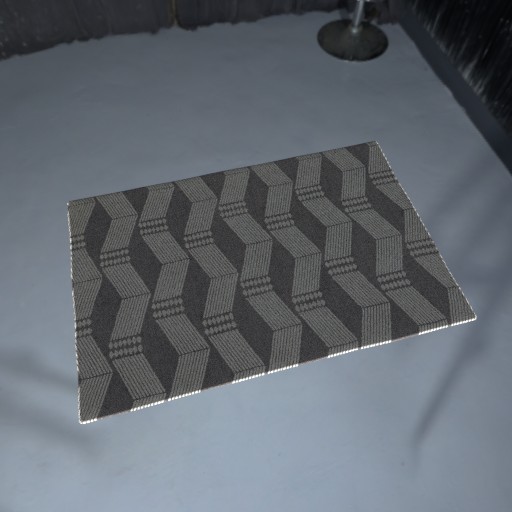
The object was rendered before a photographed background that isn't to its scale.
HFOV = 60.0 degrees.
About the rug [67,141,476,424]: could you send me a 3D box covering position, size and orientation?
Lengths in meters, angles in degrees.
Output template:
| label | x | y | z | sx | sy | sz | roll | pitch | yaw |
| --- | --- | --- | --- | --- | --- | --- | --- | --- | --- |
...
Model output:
| label | x | y | z | sx | sy | sz | roll | pitch | yaw |
| --- | --- | --- | --- | --- | --- | --- | --- | --- | --- |
| rug | 0.000 | 0.000 | 2.262 | 1.833 | 0.016 | 1.210 | -13 | 59 | -8 |
